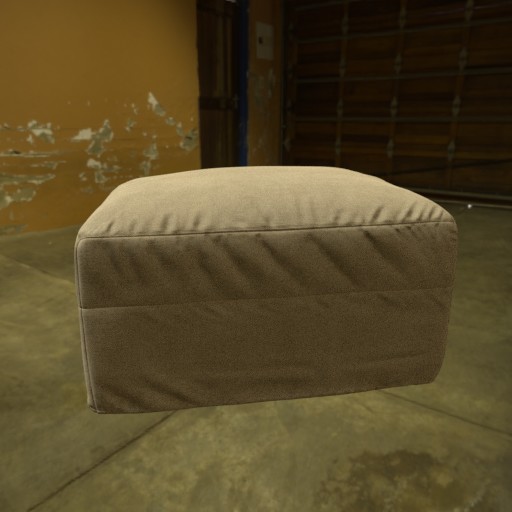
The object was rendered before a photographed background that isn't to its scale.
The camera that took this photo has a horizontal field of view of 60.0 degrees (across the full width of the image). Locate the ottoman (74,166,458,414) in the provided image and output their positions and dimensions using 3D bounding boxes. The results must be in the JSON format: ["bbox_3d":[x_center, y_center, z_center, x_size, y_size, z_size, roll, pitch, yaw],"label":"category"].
[{"bbox_3d":[0.000,0.000,1.226,0.837,0.481,0.683,-2,16,-8],"label":"ottoman"}]
